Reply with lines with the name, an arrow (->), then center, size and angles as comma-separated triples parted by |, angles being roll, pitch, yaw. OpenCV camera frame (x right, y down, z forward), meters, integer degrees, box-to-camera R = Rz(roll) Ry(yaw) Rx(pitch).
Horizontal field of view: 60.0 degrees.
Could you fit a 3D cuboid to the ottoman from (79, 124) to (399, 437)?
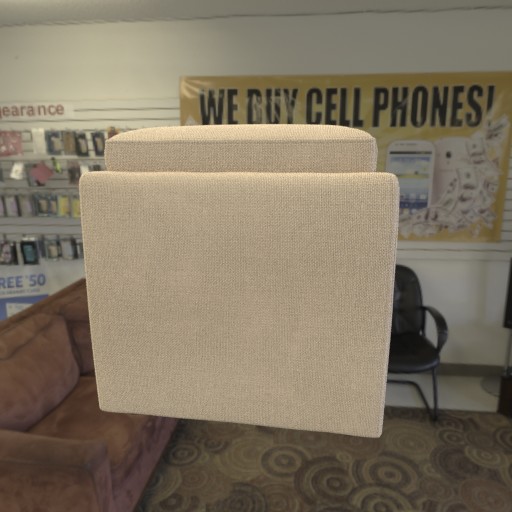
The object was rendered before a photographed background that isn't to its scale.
ottoman -> 0.000, 0.000, 0.828 | 0.451, 0.460, 0.450 | 2, 12, 9
